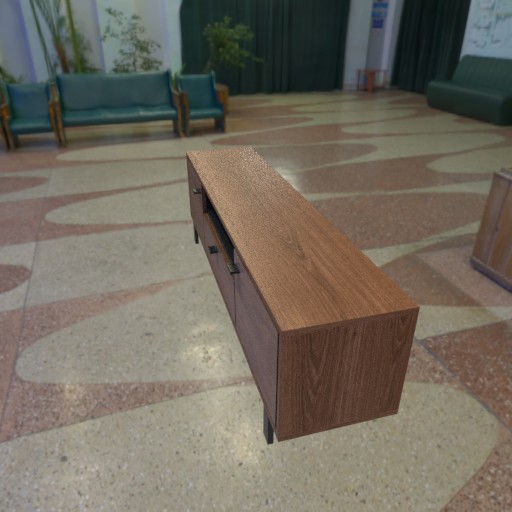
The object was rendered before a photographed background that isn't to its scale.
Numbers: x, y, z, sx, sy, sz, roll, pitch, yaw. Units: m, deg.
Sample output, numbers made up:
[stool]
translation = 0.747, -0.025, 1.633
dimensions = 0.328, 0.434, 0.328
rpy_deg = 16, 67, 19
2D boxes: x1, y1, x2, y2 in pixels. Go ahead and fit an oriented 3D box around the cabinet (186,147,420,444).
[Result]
[cabinet]
translation = 0.000, 0.000, 1.892
dimensions = 0.400, 0.500, 1.650
rpy_deg = -8, 29, -14
